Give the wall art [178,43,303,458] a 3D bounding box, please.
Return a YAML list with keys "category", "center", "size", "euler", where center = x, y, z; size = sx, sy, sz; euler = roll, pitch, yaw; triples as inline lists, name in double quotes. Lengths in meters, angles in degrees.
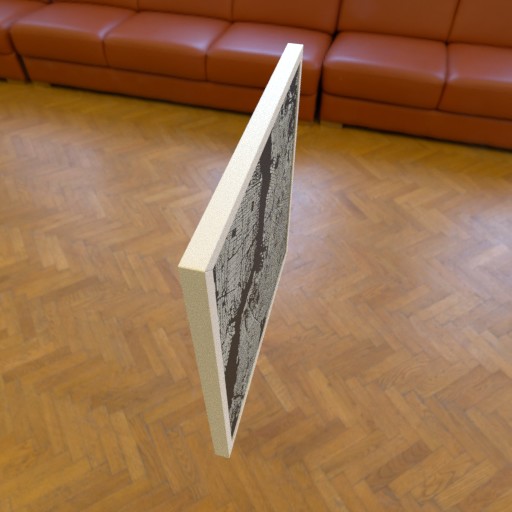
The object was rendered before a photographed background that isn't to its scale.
- category: "wall art"
  center: [0.000, 0.000, 1.137]
  size: [0.050, 0.762, 0.761]
  euler: [11, 49, 10]
